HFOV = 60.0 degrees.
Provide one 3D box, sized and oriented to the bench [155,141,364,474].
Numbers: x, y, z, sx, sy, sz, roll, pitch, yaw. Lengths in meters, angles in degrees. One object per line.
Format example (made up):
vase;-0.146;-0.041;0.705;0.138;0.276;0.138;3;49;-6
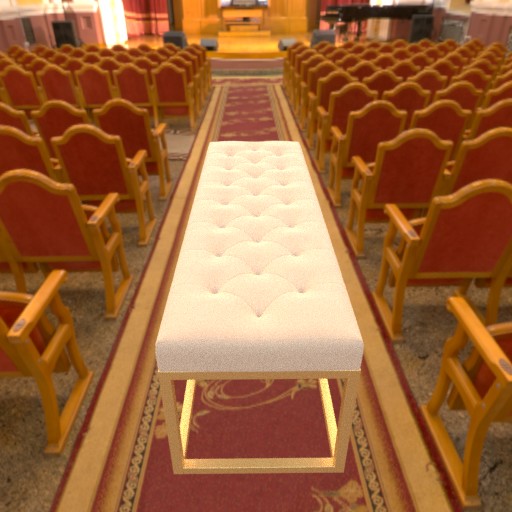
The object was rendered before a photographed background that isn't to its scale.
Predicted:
bench;0.000;0.000;1.696;0.457;0.484;1.473;0;31;-1
